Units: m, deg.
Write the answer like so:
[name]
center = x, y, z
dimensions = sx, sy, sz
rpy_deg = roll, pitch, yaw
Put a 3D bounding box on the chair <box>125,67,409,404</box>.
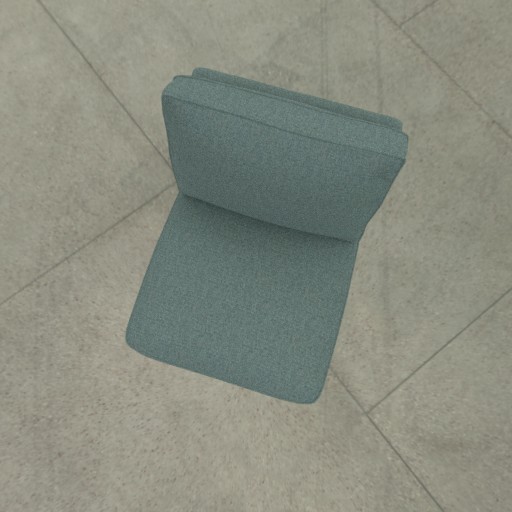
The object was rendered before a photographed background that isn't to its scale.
[chair]
center = 0.000, 0.000, 1.421
dimensions = 0.624, 0.901, 0.796
rpy_deg = 16, 76, 4
